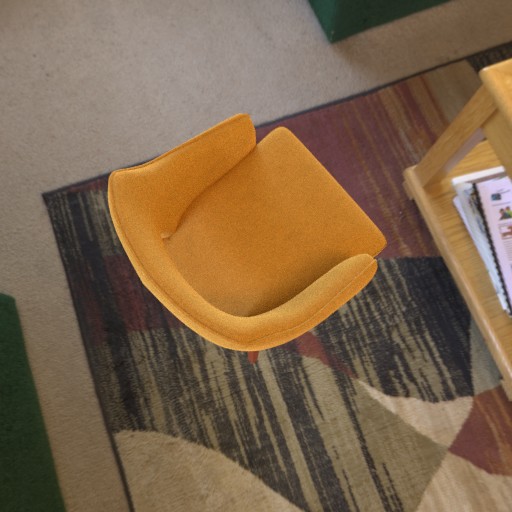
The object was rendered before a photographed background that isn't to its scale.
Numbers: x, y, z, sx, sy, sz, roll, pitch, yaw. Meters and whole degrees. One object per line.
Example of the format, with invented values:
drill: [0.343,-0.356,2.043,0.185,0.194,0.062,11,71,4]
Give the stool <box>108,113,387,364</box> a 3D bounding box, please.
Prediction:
stool: [0.000,0.000,1.345,0.558,1.012,0.548,-37,79,-9]
